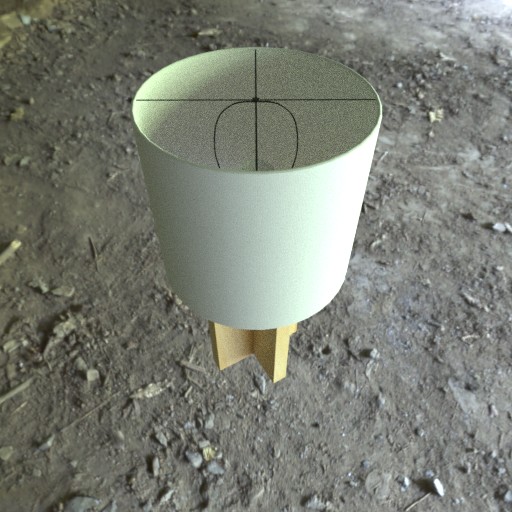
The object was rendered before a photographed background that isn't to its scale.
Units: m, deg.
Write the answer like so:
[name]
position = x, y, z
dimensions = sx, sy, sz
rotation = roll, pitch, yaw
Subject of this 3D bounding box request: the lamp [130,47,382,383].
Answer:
[lamp]
position = 0.000, 0.000, 0.564
dimensions = 0.229, 0.428, 0.229
rotation = -23, 51, -20
